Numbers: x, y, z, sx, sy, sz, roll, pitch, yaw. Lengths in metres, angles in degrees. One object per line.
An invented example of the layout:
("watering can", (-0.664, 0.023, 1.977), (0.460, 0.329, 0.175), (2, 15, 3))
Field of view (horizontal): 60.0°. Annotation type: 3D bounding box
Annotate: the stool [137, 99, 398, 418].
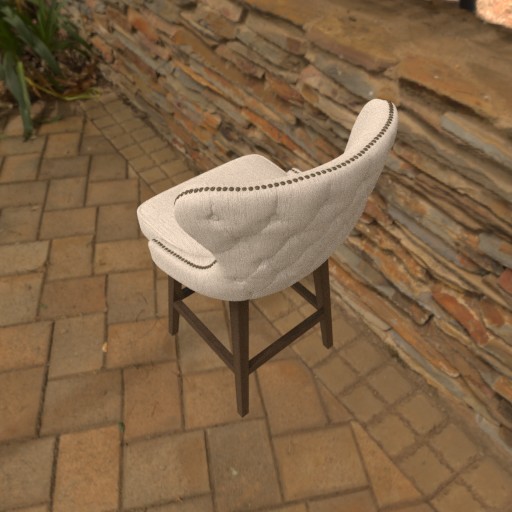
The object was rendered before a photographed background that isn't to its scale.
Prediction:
("stool", (0.000, 0.000, 1.356), (0.615, 0.972, 0.597), (-31, 53, -27))
